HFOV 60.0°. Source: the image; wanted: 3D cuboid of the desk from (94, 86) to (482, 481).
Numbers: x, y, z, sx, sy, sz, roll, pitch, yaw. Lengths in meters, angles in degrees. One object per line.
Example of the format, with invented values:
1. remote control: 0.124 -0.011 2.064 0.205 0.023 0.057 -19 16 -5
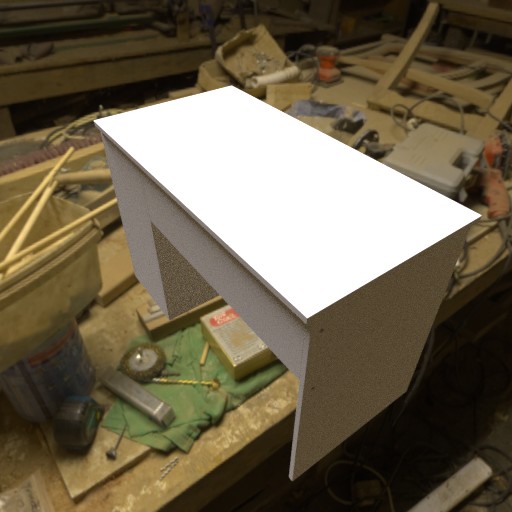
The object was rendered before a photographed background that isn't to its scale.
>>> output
1. desk: 0.000 0.000 1.523 0.560 0.730 1.096 -25 47 -27
